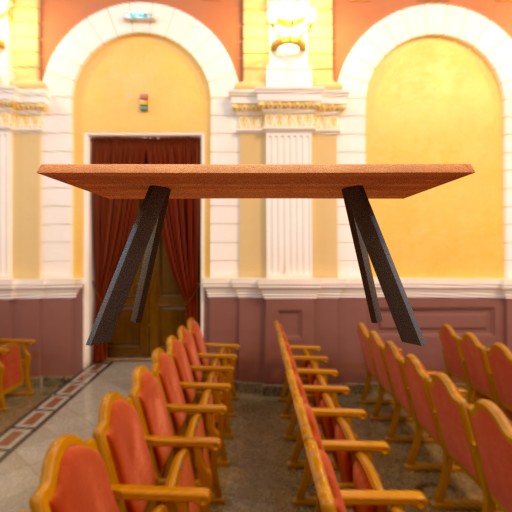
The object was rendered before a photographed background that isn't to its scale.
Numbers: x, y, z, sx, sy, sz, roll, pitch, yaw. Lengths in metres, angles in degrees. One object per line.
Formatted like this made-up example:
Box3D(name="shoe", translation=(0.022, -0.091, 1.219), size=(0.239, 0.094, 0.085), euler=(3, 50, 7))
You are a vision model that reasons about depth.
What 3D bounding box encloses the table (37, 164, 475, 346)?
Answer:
Box3D(name="table", translation=(0.000, 0.000, 2.266), size=(1.800, 0.770, 0.900), euler=(0, 1, 0))
